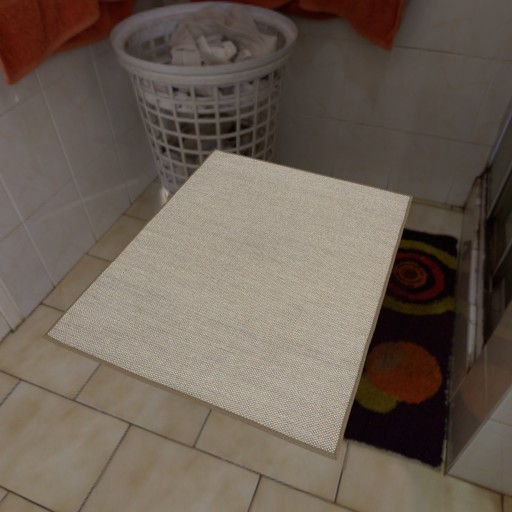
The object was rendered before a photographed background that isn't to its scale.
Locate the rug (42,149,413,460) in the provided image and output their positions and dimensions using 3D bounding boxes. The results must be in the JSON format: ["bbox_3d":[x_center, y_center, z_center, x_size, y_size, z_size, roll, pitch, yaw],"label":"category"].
[{"bbox_3d":[0.000,0.000,4.148,2.413,0.020,3.041,17,47,16],"label":"rug"}]
